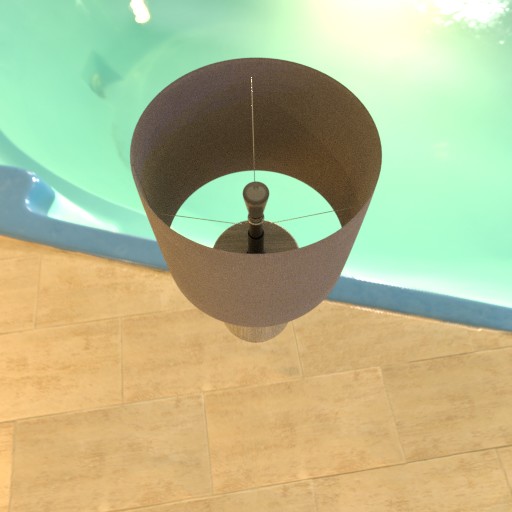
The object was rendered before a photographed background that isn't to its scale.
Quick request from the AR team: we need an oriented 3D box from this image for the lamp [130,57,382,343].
[{"bbox_3d":[0.000,0.000,0.597,0.228,0.444,0.228,-2,63,-1],"label":"lamp"}]
